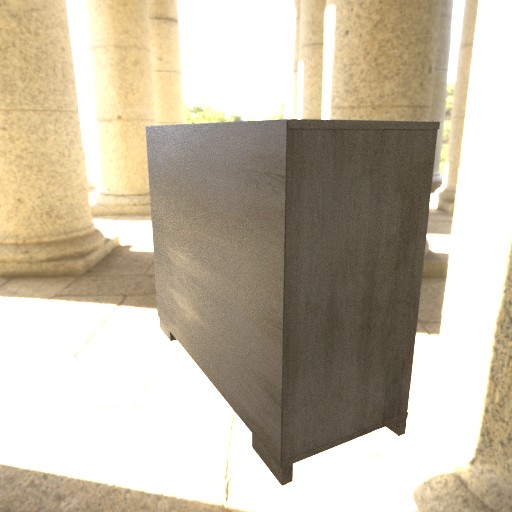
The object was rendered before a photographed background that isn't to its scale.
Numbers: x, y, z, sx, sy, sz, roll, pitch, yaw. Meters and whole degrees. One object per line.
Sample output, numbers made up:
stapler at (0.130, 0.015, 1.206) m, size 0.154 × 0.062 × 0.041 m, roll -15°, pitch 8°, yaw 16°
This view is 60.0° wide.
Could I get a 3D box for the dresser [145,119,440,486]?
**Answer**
dresser at (0.000, 0.000, 1.431) m, size 0.404 × 0.816 × 0.994 m, roll -8°, pitch 18°, yaw -27°
